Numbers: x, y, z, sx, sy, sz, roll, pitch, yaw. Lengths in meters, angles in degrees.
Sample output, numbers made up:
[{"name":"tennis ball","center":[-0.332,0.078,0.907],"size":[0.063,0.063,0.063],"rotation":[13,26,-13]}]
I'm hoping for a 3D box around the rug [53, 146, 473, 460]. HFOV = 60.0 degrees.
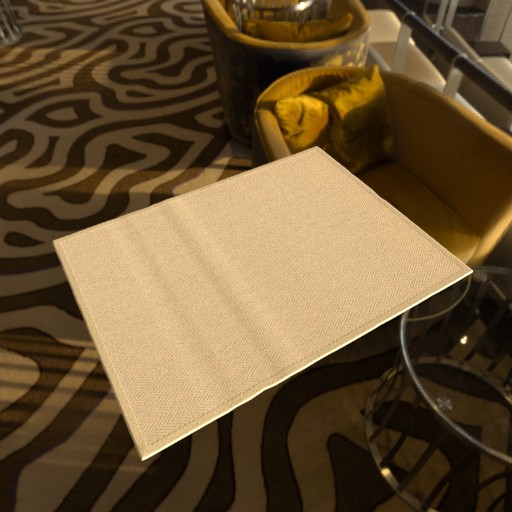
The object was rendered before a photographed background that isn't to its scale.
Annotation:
[{"name":"rug","center":[0.000,0.000,4.776],"size":[3.659,0.037,2.734],"rotation":[-24,51,-21]}]
